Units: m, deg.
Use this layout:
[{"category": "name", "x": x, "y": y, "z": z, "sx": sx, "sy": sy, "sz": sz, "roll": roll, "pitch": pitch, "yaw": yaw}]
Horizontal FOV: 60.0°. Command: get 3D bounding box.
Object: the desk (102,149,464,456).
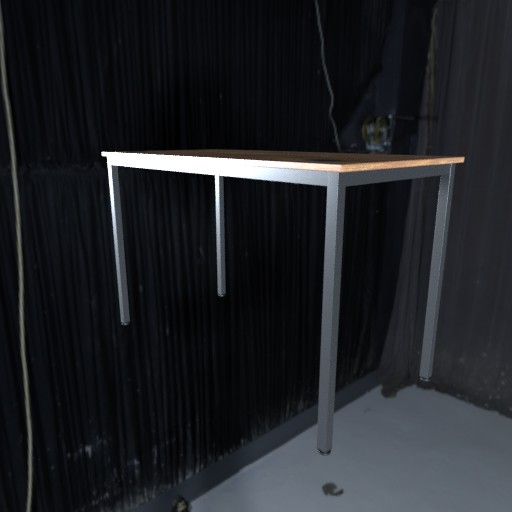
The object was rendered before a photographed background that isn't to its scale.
[{"category": "desk", "x": 0.000, "y": 0.000, "z": 1.659, "sx": 0.600, "sy": 0.749, "sz": 1.200, "roll": -13, "pitch": 20, "yaw": -41}]
